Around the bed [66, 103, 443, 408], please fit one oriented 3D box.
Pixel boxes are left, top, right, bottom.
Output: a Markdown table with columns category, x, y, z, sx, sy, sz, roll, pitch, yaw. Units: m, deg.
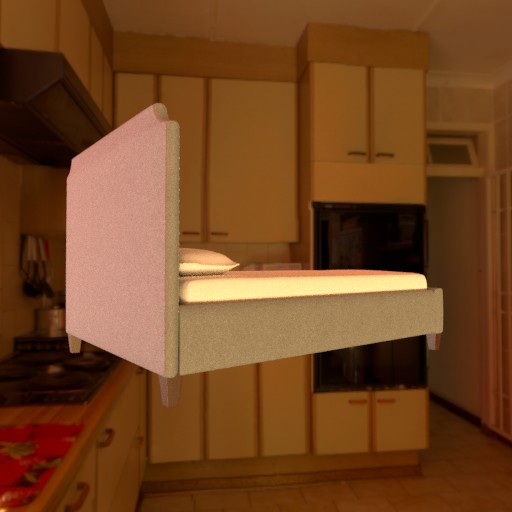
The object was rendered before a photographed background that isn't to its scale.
| category | x | y | z | sx | sy | sz | roll | pitch | yaw |
| --- | --- | --- | --- | --- | --- | --- | --- | --- | --- |
| bed | 0.000 | 0.000 | 3.374 | 2.372 | 1.443 | 1.712 | 1 | -1 | -37 |
